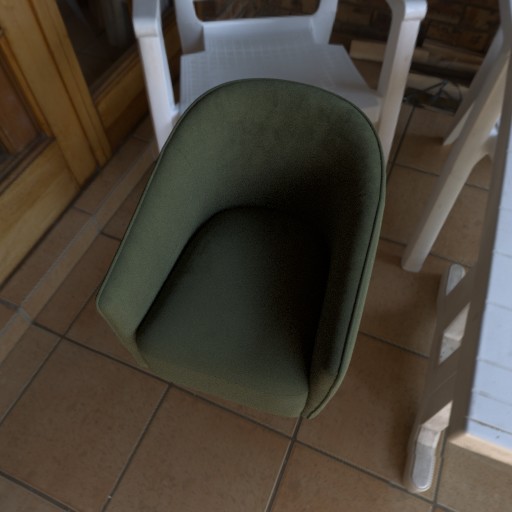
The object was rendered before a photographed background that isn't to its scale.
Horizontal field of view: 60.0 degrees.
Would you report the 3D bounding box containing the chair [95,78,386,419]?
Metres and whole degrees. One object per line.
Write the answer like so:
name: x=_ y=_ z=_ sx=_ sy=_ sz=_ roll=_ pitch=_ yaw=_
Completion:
chair: x=0.000 y=0.000 z=1.524 sx=0.747 sy=0.799 sz=0.875 roll=15 pitch=58 yaw=9
